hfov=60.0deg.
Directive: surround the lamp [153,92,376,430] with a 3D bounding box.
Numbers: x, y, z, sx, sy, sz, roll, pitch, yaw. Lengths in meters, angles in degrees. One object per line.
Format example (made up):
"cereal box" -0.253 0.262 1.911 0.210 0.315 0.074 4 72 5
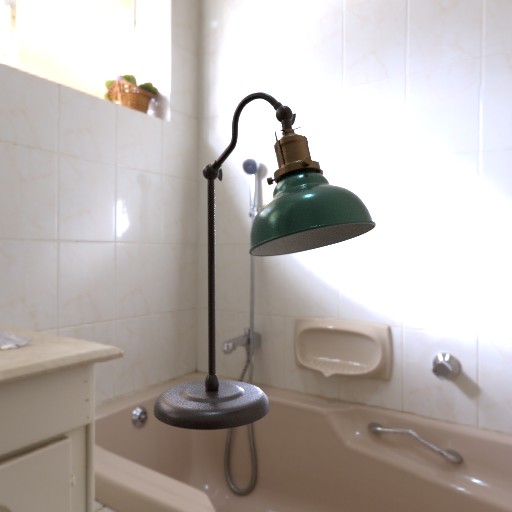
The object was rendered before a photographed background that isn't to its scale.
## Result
"lamp" 0.000 0.000 0.689 0.374 0.508 0.192 0 0 36
